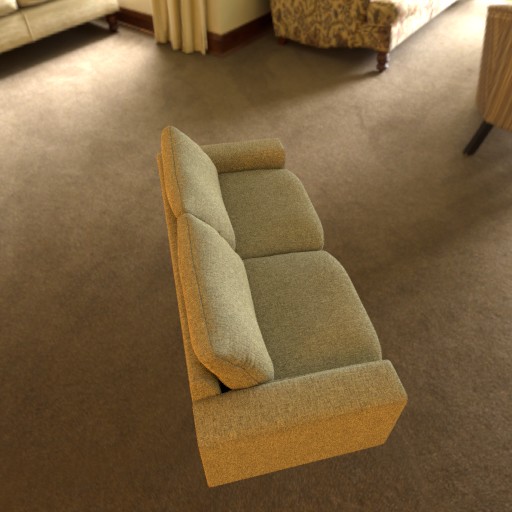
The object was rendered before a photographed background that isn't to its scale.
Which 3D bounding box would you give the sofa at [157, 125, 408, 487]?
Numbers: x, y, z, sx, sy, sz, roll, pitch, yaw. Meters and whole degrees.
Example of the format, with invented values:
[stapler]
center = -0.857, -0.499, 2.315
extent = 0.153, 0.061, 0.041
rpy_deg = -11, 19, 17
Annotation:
[sofa]
center = 0.000, 0.000, 2.809
extent = 1.040, 0.922, 2.299
rpy_deg = -10, 47, -9
